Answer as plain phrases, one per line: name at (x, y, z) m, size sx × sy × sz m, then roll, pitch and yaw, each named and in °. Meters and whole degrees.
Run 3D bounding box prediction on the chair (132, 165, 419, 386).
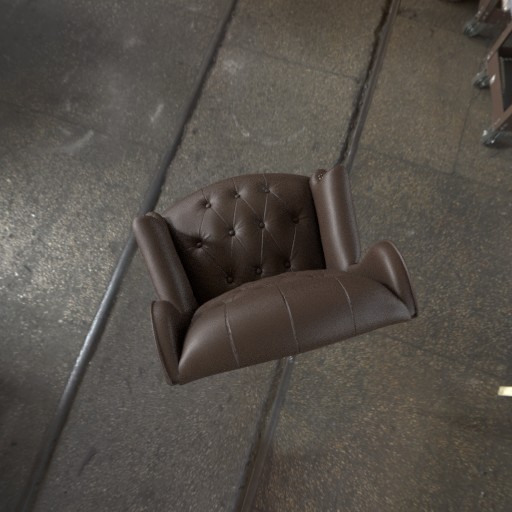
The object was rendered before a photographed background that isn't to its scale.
chair at (0.000, 0.000, 1.688) m, size 0.829 × 1.132 × 0.819 m, roll -15°, pitch 75°, yaw -4°
